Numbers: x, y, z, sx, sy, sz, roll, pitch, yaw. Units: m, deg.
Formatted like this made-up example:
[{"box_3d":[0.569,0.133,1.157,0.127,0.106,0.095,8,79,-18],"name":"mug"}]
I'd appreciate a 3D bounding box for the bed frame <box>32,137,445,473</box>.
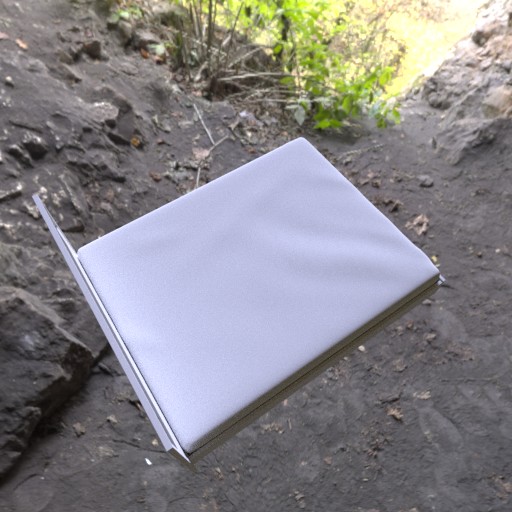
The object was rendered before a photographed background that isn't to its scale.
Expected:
[{"box_3d":[0.000,0.000,3.034,2.100,1.001,1.711,-30,64,-17],"name":"bed frame"}]
